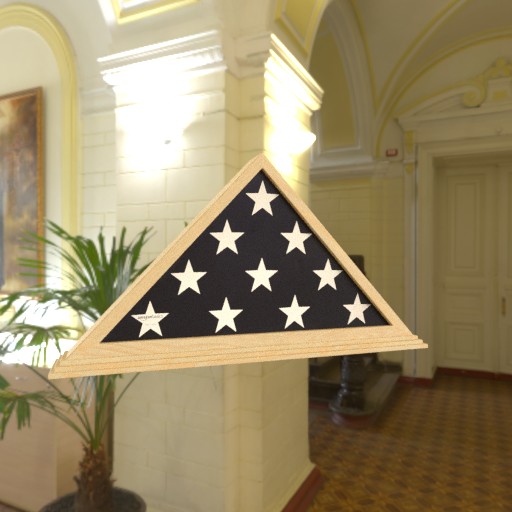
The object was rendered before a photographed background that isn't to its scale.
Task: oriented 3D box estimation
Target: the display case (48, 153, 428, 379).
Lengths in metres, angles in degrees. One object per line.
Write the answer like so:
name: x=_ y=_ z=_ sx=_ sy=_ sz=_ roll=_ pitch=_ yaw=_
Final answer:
display case: x=0.000 y=0.000 z=0.760 sx=0.640 sy=0.340 sz=0.095 roll=0 pitch=0 yaw=-19
